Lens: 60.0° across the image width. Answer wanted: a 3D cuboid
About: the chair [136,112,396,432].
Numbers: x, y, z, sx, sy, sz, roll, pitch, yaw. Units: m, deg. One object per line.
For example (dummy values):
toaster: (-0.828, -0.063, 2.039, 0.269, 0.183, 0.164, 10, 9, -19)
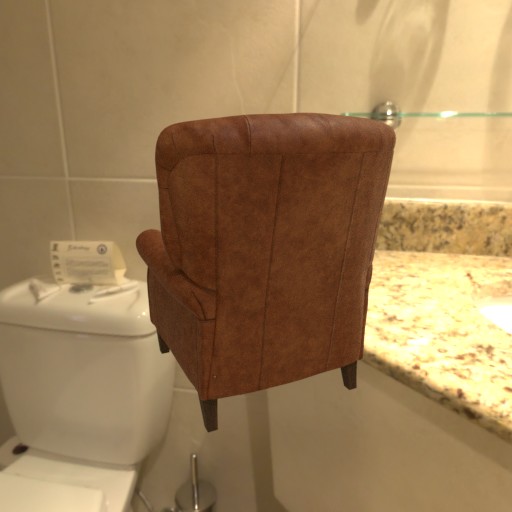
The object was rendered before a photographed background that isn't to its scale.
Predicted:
chair: (0.000, 0.000, 1.938, 0.951, 1.164, 1.059, -7, 17, -25)
